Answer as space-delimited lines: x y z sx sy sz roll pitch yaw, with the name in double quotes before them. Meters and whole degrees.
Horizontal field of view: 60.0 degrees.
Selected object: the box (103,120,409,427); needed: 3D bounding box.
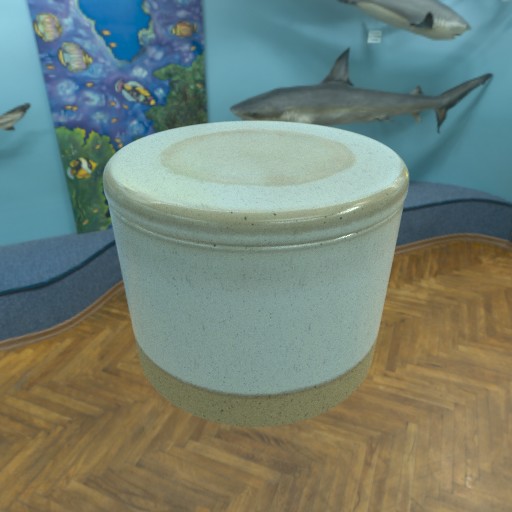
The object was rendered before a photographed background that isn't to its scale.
"box" 0.000 0.000 0.260 0.154 0.123 0.154 0 30 0
